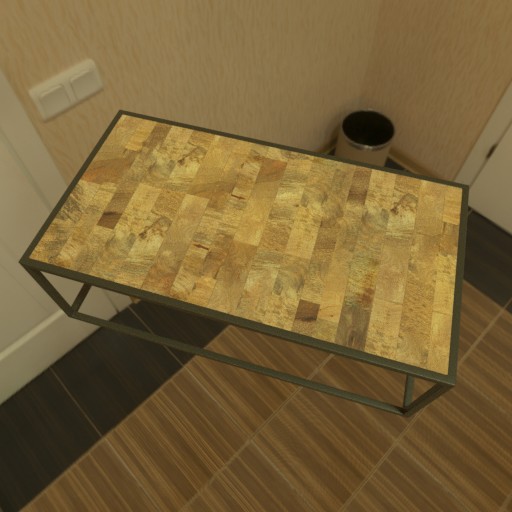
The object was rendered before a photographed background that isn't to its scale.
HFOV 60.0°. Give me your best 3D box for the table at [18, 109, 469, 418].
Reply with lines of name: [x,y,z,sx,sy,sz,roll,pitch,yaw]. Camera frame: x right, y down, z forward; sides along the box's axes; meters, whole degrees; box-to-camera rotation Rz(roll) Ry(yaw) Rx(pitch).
table: [0.000,0.000,1.484,1.199,0.398,0.649,14,60,8]
